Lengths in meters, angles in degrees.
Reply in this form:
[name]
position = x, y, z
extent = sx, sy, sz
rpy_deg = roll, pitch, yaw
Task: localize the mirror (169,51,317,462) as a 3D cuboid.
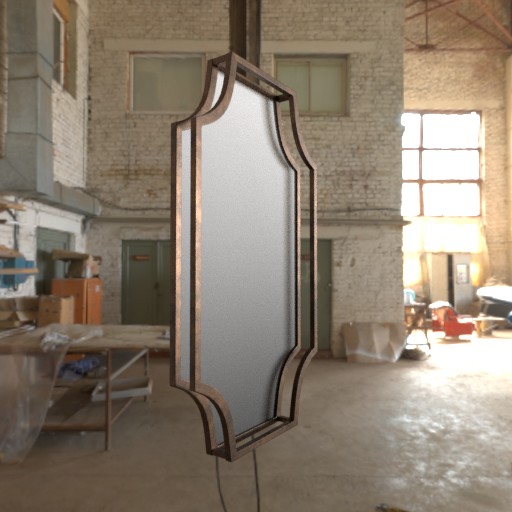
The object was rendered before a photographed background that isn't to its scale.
[mirror]
position = 0.000, 0.000, 0.997
extent = 0.066, 0.811, 0.462
rpy_deg = -1, -2, 35
